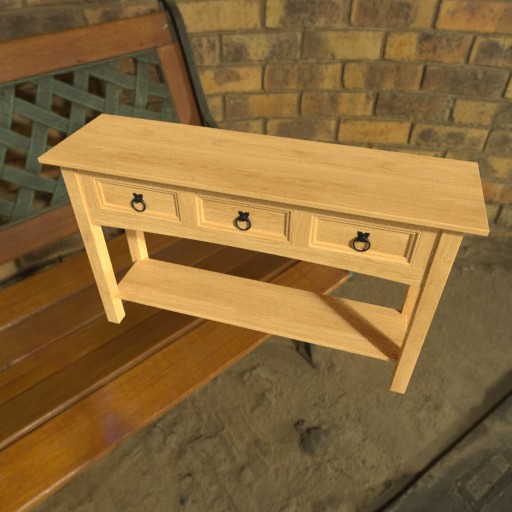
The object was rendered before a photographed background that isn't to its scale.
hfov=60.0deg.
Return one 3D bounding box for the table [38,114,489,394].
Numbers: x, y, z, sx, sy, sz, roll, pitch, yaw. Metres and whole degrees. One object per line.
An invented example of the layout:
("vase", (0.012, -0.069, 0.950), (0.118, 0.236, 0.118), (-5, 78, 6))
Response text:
("table", (0.000, 0.000, 1.529), (1.240, 0.730, 0.350), (11, 41, 13))
